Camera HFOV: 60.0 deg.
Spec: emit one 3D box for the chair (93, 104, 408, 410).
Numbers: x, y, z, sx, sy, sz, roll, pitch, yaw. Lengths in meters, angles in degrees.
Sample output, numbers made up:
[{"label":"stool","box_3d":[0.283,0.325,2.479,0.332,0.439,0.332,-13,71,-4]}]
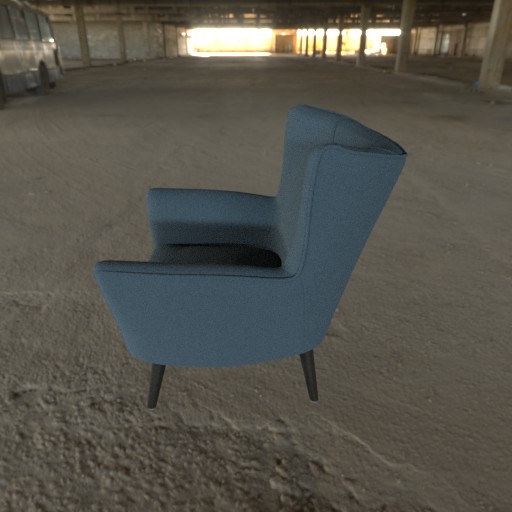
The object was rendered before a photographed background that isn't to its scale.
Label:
[{"label":"chair","box_3d":[0.000,0.000,1.562,0.888,0.933,0.781,0,26,0]}]
